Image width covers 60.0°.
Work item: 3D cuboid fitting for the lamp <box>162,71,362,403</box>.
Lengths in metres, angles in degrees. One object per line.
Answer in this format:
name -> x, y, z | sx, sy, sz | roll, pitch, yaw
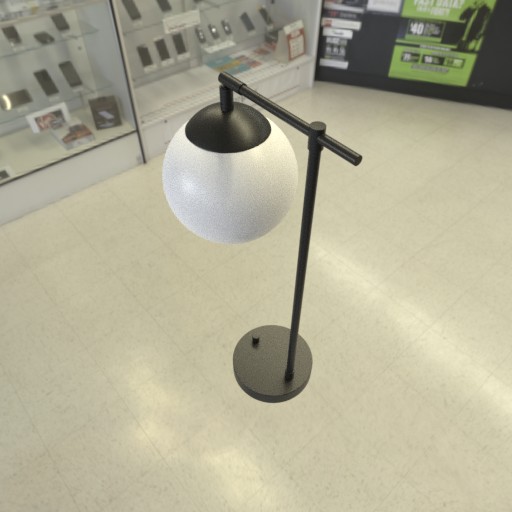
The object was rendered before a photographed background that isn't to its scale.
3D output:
lamp -> 0.000, 0.000, 0.707 | 0.197, 0.559, 0.316 | -30, 54, -25
